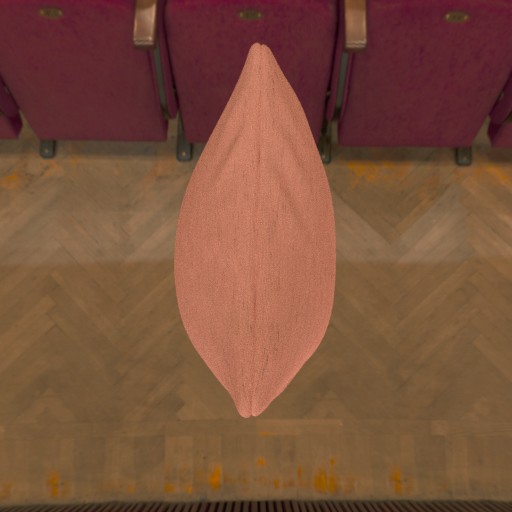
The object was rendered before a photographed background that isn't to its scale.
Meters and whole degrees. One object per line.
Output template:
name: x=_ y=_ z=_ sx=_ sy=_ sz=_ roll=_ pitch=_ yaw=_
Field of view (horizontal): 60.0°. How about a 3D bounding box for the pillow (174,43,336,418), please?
pillow: x=0.000 y=0.000 z=0.673 sx=0.246 sy=0.415 sz=0.432 roll=1 pitch=76 yaw=0
